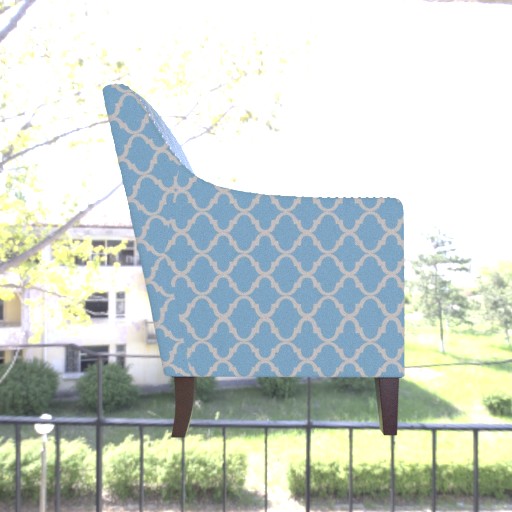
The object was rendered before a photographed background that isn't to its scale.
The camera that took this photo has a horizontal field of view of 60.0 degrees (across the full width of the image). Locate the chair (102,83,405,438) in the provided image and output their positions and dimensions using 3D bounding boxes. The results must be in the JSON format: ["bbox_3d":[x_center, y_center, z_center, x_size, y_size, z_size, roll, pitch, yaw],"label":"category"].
[{"bbox_3d":[0.000,0.000,1.294,0.686,0.817,0.617,0,0,1],"label":"chair"}]
